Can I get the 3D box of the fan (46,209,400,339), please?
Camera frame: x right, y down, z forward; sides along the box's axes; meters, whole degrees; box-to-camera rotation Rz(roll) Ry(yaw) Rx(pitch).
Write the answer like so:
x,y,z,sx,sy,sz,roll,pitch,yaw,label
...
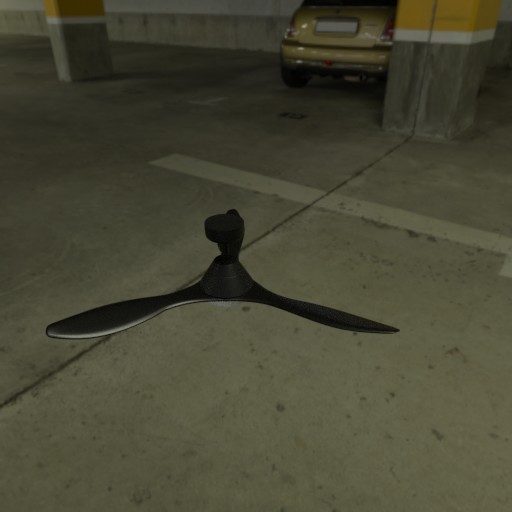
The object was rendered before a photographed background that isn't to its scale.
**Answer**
x,y,z,sx,sy,sz,roll,pitch,yaw,label
0.000,0.000,1.645,1.067,0.305,1.067,9,31,15,fan
